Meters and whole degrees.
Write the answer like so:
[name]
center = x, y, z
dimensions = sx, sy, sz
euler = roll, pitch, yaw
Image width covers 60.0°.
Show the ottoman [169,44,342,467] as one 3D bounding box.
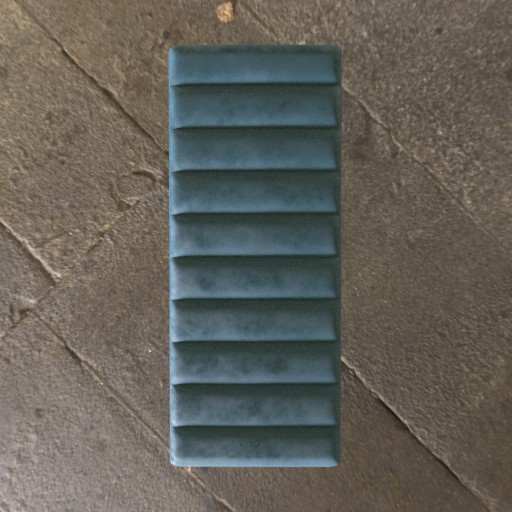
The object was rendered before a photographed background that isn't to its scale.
[ottoman]
center = 0.000, 0.000, 1.398
dimensions = 0.482, 0.469, 1.151
euler = 0, 91, 0
